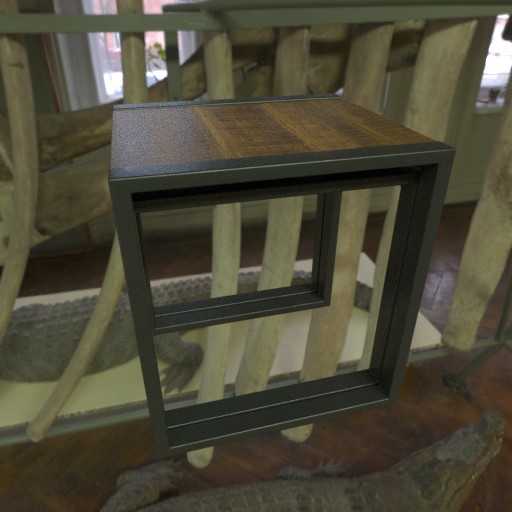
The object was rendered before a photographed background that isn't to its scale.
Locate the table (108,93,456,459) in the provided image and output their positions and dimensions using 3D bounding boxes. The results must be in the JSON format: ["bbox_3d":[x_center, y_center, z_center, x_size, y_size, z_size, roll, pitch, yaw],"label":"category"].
[{"bbox_3d":[0.000,0.000,0.929,0.500,0.550,0.449,-8,31,-13],"label":"table"}]
